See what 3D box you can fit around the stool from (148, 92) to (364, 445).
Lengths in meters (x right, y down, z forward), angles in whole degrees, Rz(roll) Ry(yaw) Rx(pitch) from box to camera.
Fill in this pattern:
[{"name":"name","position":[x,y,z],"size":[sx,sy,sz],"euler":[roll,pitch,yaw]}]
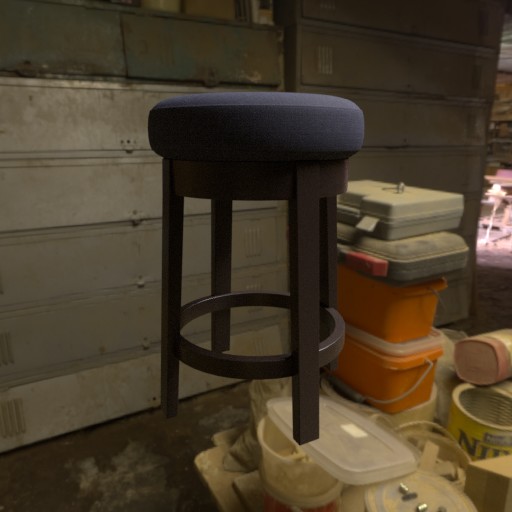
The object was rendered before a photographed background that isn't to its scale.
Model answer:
[{"name":"stool","position":[0.000,0.000,0.971],"size":[0.449,0.655,0.449],"euler":[0,15,0]}]
